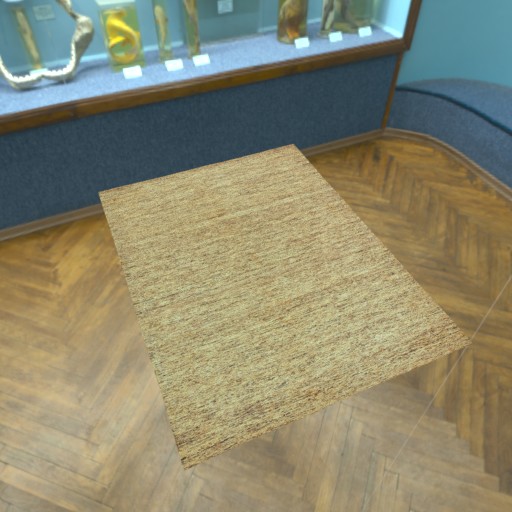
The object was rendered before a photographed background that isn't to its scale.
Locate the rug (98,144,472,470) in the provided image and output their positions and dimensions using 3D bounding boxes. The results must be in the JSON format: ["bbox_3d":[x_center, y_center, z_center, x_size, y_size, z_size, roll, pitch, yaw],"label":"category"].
[{"bbox_3d":[0.000,0.000,4.271,2.438,0.012,3.200,-18,49,-16],"label":"rug"}]
